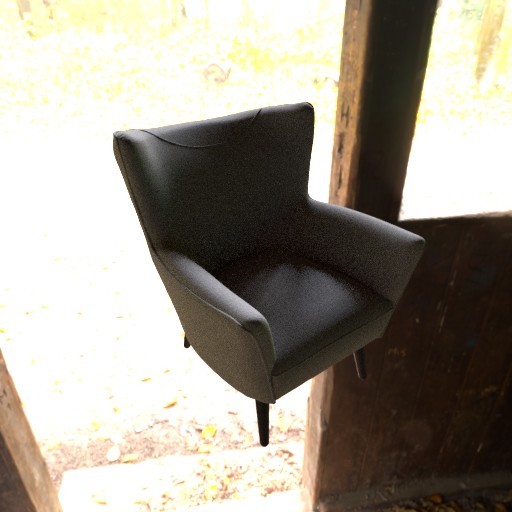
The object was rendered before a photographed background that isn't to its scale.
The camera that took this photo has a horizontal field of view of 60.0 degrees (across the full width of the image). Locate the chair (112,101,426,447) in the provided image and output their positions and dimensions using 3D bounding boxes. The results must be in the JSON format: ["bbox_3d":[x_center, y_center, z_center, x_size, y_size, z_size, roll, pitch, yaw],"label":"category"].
[{"bbox_3d":[0.000,0.000,1.607,0.781,0.933,0.888,-21,36,-32],"label":"chair"}]
